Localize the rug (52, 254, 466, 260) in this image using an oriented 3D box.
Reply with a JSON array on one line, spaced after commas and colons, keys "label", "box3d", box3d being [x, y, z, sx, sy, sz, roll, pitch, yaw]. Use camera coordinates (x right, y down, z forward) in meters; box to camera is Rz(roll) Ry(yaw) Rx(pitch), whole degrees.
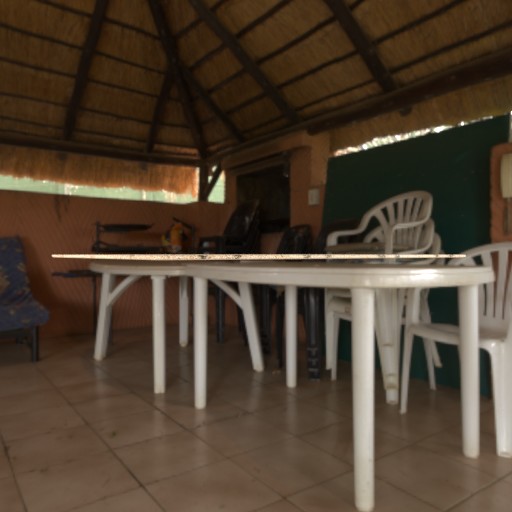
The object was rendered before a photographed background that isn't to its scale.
[{"label": "rug", "box3d": [0.000, 0.000, 4.081, 3.000, 0.026, 2.399, 0, 0, -37]}]
